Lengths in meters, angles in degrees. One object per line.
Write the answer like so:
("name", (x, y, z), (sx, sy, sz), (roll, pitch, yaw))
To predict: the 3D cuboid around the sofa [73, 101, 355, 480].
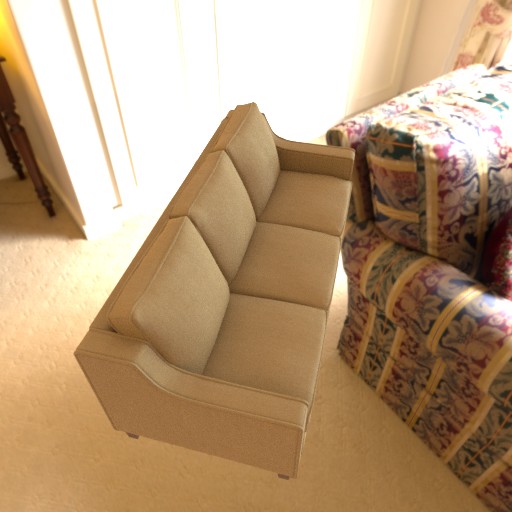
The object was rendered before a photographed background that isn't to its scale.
("sofa", (0.000, 0.000, 2.488), (0.911, 0.974, 1.986), (10, 46, 10))
